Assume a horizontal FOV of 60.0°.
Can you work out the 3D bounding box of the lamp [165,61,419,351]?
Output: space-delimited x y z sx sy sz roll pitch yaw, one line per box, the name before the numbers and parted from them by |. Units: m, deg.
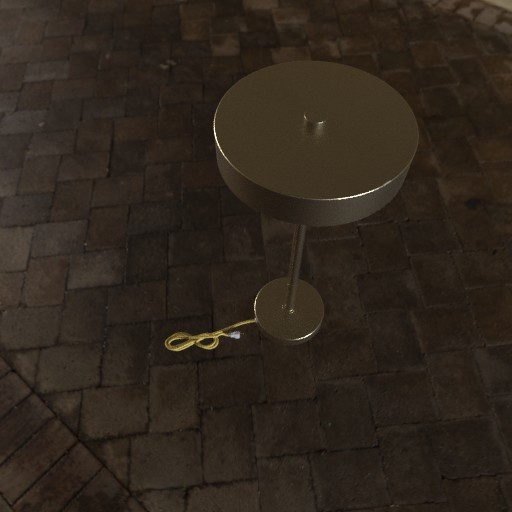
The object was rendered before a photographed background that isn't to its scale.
lamp | 0.000 0.000 0.693 0.369 0.508 0.229 -15 58 -10
